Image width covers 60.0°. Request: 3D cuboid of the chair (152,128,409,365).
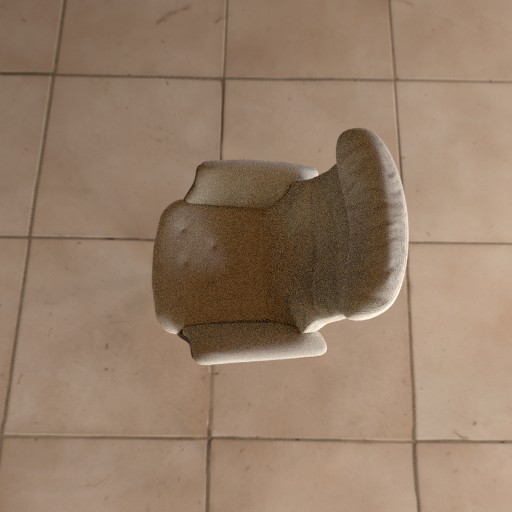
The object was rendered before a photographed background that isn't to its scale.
[{"bbox_3d":[0.000,0.000,1.650,0.837,0.995,0.785,0,77,0],"label":"chair"}]
